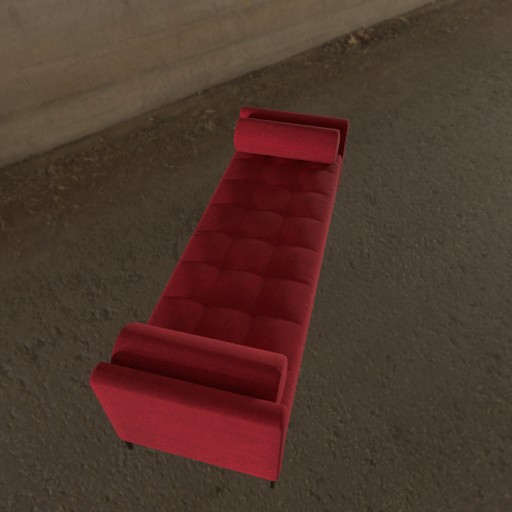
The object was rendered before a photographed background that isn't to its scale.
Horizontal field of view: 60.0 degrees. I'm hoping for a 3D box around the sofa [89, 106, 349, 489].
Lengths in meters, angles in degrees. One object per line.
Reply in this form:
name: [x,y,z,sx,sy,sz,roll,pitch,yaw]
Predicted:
sofa: [0.000,0.000,2.320,0.686,0.635,1.981,10,47,10]
